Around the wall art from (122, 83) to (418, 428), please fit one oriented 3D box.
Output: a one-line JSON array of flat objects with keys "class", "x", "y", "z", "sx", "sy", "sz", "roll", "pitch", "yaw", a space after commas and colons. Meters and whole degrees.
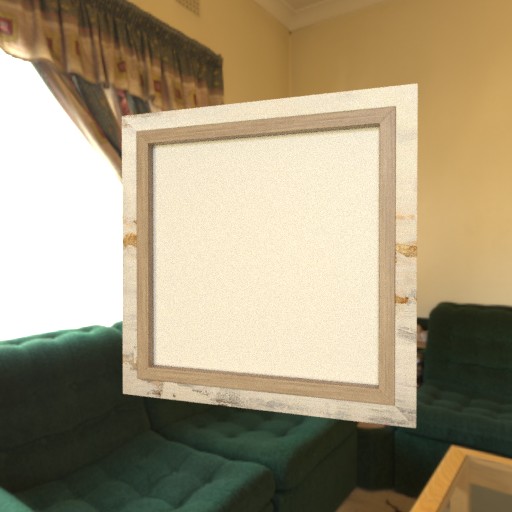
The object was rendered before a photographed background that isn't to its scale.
[{"class": "wall art", "x": 0.000, "y": 0.000, "z": 1.103, "sx": 0.753, "sy": 0.755, "sz": 0.038, "roll": 0, "pitch": 1, "yaw": 18}]
